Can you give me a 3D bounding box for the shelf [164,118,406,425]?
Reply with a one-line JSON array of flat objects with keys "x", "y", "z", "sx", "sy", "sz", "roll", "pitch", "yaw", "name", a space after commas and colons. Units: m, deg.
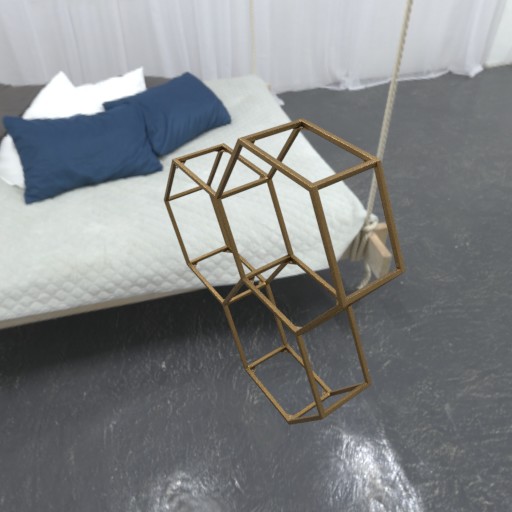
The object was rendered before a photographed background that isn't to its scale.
[{"x": 0.000, "y": 0.000, "z": 1.086, "sx": 0.150, "sy": 0.701, "sz": 0.708, "roll": -25, "pitch": 46, "yaw": -26, "name": "shelf"}]
